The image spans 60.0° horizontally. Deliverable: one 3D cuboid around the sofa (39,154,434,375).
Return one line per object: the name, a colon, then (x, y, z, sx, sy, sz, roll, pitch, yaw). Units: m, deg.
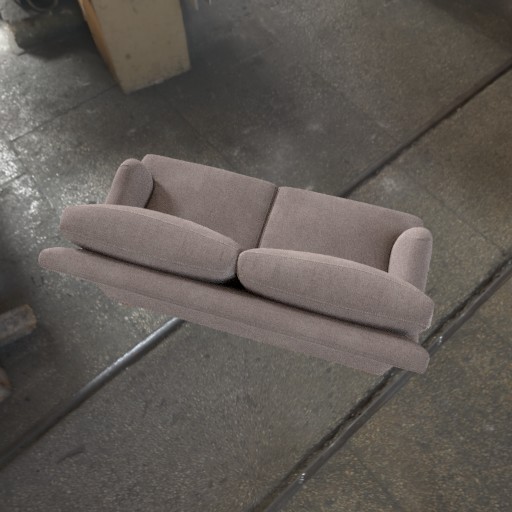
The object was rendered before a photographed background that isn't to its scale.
sofa: (0.000, 0.000, 2.541, 1.853, 1.101, 1.084, 14, 64, 7)
